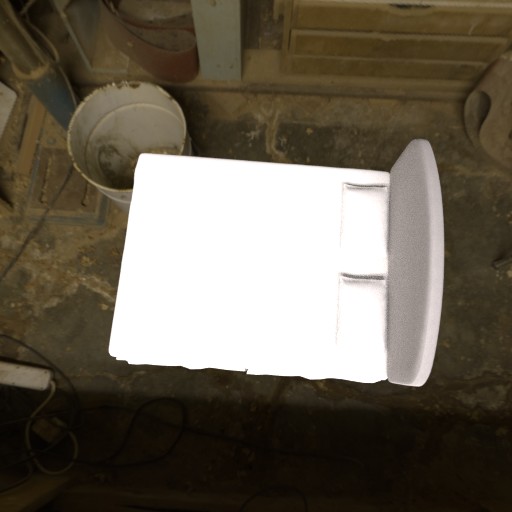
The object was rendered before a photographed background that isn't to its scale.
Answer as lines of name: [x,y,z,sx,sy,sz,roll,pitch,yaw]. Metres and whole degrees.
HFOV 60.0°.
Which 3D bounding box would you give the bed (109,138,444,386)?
bed: [0.000,0.000,3.036,2.005,1.410,1.607,5,77,1]
